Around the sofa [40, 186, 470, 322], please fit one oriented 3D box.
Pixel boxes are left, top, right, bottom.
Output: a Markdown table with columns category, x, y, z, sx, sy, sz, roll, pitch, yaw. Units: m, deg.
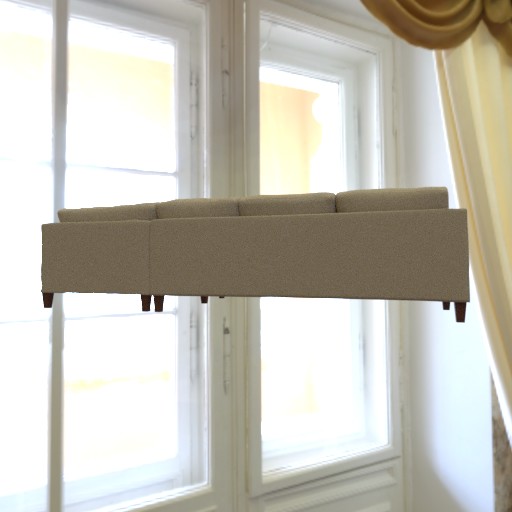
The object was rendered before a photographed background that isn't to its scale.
| category | x | y | z | sx | sy | sz | roll | pitch | yaw |
| --- | --- | --- | --- | --- | --- | --- | --- | --- | --- |
| sofa | 0.000 | 0.000 | 3.878 | 3.186 | 0.861 | 1.625 | 0 | -2 | 18 |
